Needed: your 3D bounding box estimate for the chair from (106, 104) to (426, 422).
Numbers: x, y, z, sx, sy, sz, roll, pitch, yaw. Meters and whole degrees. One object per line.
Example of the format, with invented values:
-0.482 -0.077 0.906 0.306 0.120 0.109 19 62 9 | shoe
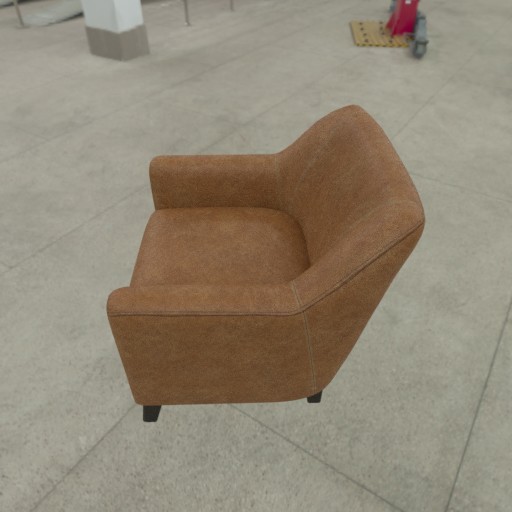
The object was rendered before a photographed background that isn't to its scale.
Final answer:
0.000 0.000 1.868 1.034 0.980 1.037 -1 40 -1 | chair
